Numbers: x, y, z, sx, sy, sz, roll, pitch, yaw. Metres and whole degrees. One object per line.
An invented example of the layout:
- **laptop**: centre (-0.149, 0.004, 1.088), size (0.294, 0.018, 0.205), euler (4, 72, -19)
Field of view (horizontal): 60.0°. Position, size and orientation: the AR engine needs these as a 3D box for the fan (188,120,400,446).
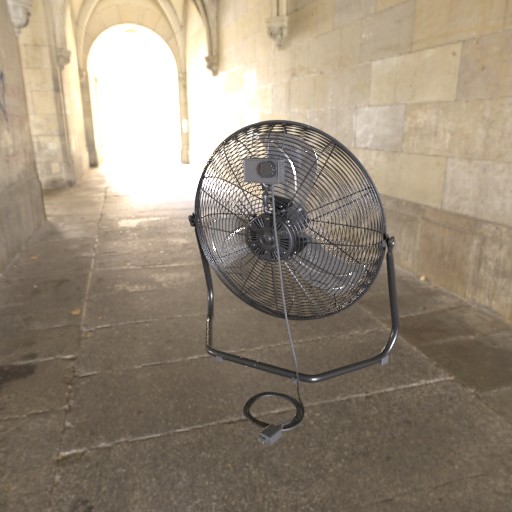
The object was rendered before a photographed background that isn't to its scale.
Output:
- **fan**: centre (0.000, 0.000, 1.027), size (0.595, 0.605, 0.470), euler (9, 19, 27)
